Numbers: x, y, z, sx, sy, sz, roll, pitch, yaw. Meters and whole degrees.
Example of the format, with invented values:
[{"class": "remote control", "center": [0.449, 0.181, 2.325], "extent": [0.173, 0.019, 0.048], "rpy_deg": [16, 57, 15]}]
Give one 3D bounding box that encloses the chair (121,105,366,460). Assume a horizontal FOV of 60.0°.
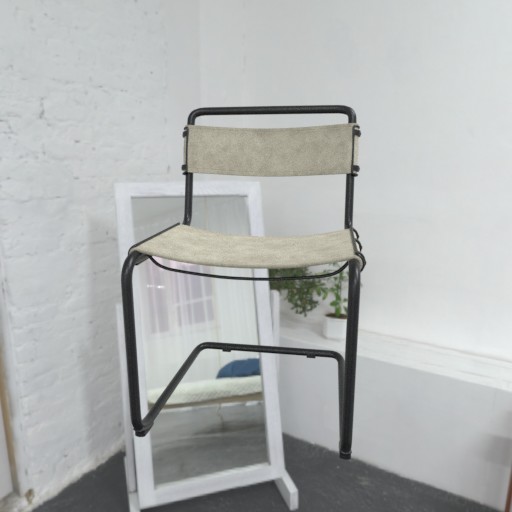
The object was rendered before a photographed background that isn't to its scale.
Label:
[{"class": "chair", "center": [0.000, 0.000, 1.085], "extent": [0.499, 0.747, 0.497], "rpy_deg": [2, 13, 9]}]
